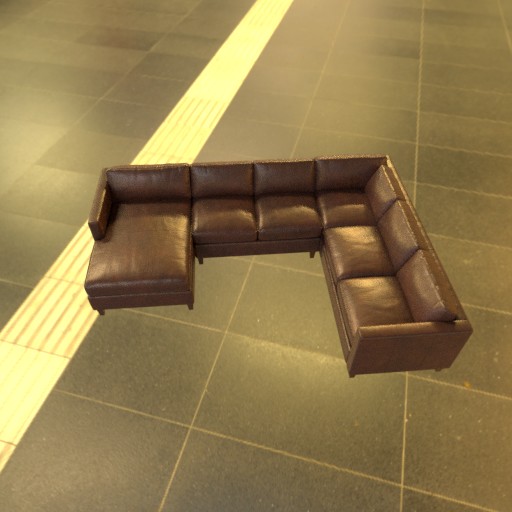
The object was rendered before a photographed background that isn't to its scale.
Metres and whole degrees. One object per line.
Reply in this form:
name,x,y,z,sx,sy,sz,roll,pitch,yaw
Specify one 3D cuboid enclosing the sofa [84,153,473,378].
sofa,0.000,0.000,4.499,3.324,0.891,2.452,-3,47,-3
